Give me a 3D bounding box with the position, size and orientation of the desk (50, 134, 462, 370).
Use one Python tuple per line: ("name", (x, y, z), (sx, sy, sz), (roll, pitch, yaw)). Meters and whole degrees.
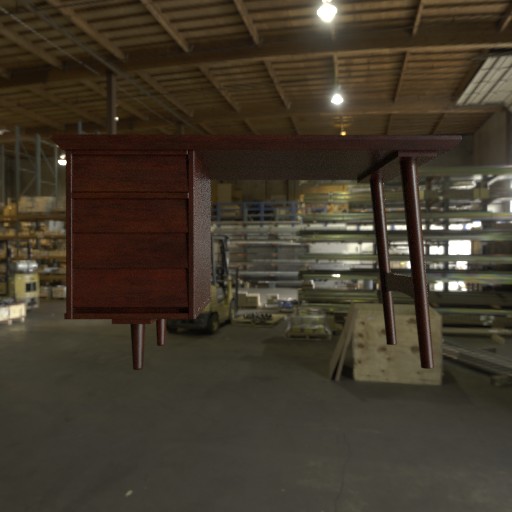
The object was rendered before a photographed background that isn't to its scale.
("desk", (0.000, 0.000, 1.685), (1.277, 0.758, 0.612), (0, 0, -1))
